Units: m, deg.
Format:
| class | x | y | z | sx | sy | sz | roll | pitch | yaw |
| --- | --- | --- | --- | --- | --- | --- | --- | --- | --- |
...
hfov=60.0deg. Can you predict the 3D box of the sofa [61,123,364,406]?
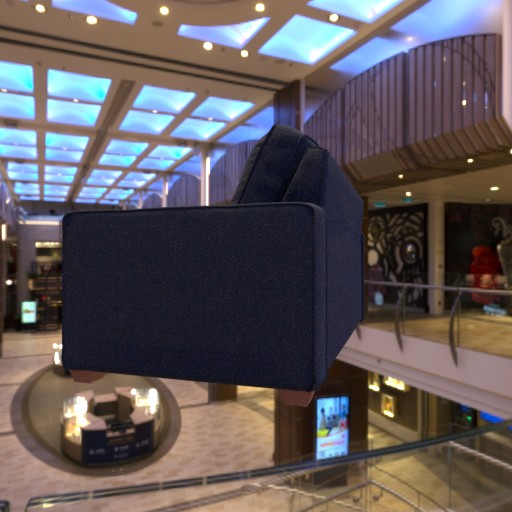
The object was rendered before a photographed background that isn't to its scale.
| class | x | y | z | sx | sy | sz | roll | pitch | yaw |
| --- | --- | --- | --- | --- | --- | --- | --- | --- | --- |
| sofa | 0.000 | 0.000 | 2.233 | 0.947 | 0.918 | 1.709 | 0 | 0 | 18 |
